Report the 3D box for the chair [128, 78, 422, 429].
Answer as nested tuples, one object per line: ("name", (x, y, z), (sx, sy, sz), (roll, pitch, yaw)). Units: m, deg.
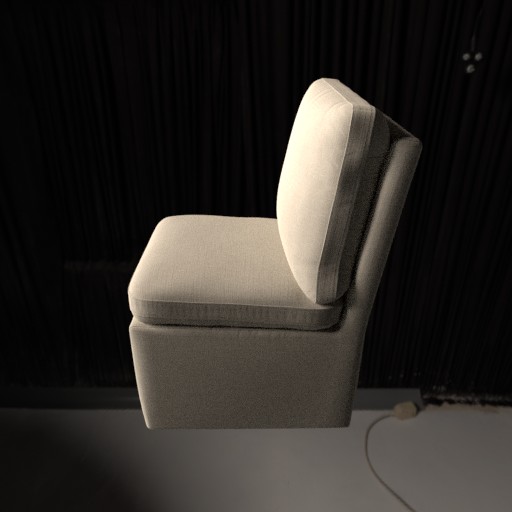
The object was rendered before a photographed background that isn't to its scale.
("chair", (0.000, 0.000, 1.304), (0.698, 0.927, 0.503), (0, 28, 0))
